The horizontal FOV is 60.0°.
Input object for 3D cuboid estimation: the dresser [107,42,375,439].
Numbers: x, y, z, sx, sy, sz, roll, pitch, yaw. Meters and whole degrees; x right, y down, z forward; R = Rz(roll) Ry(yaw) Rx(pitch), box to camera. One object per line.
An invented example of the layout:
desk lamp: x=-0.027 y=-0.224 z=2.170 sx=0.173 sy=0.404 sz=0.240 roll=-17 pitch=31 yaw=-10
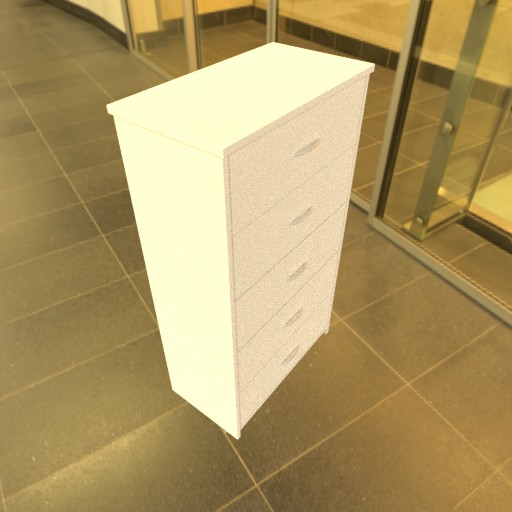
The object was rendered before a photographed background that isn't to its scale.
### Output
dresser: x=0.000 y=0.000 z=1.630 sx=0.399 sy=1.255 sz=0.704 roll=27 pitch=47 yaw=28
